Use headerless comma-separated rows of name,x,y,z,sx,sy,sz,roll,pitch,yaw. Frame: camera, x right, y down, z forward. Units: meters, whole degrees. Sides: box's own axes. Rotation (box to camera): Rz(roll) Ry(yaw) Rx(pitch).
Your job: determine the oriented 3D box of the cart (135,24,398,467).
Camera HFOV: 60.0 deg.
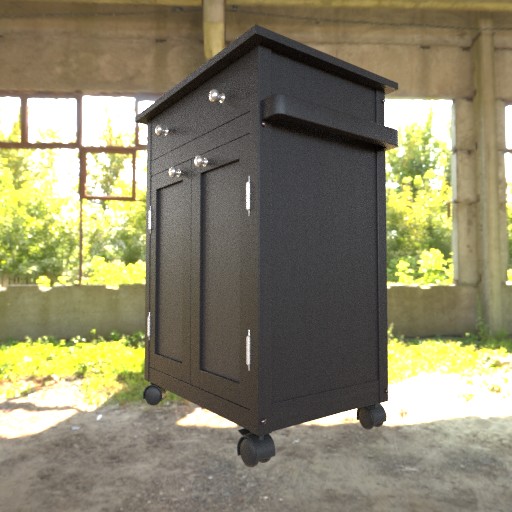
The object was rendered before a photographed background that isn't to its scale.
cart,0.000,0.000,1.231,0.456,0.879,0.660,2,-3,-36
